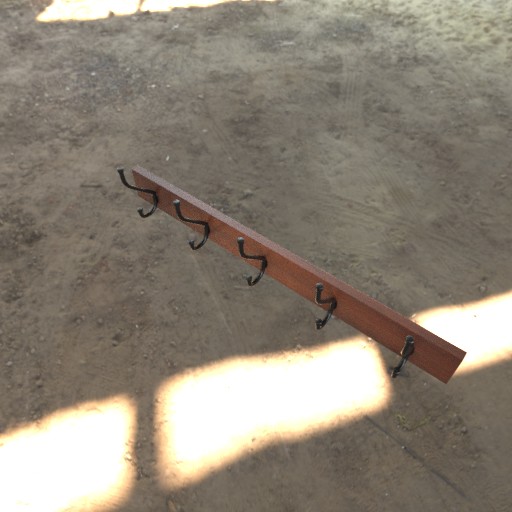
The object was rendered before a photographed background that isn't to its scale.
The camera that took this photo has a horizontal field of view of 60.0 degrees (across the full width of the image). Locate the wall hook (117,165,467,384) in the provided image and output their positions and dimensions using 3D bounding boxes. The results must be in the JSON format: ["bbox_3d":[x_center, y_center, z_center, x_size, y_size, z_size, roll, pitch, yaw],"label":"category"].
[{"bbox_3d":[0.000,0.000,0.616,0.571,0.117,0.071,31,55,25],"label":"wall hook"}]
